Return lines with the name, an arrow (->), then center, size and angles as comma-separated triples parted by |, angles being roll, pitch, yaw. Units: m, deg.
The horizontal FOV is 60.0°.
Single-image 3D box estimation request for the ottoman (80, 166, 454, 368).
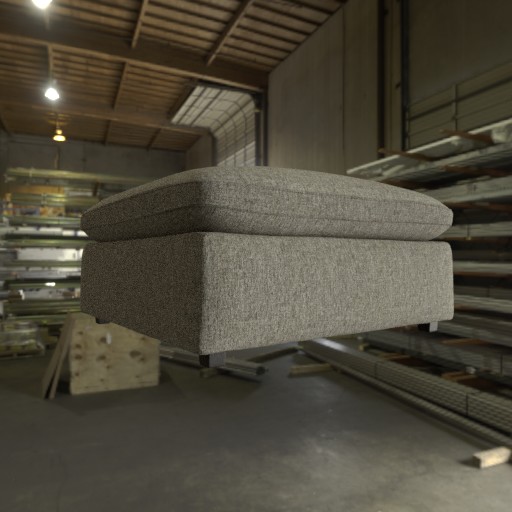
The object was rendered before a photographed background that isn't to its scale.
ottoman -> 0.000, 0.000, 1.644 | 1.039, 0.526, 1.035 | 0, -1, -36
